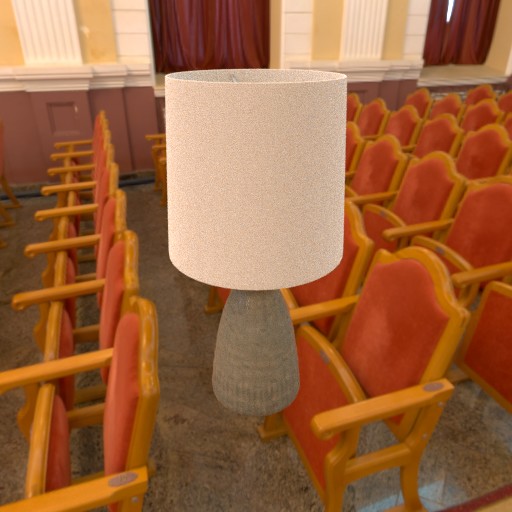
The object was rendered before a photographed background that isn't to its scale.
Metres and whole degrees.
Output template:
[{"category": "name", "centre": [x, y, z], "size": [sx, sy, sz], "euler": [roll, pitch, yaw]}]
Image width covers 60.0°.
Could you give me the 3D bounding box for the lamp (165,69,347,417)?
[{"category": "lamp", "centre": [0.000, 0.000, 0.487], "size": [0.186, 0.369, 0.186], "euler": [0, 26, 0]}]
